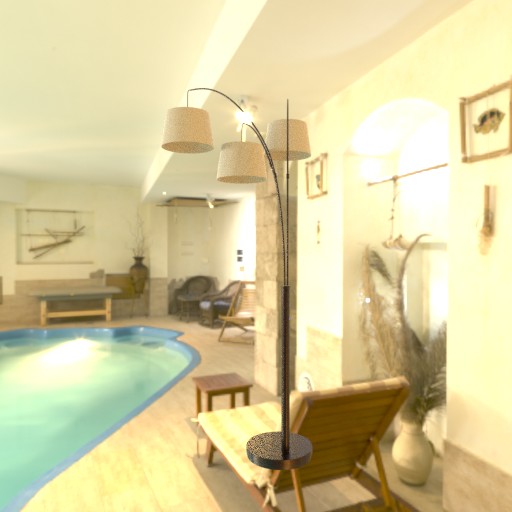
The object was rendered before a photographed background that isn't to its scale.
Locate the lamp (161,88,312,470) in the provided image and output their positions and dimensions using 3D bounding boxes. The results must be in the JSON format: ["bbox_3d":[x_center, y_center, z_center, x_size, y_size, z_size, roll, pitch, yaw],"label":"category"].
[{"bbox_3d":[0.000,0.000,2.453,0.951,1.950,0.924,0,1,-20],"label":"lamp"}]
